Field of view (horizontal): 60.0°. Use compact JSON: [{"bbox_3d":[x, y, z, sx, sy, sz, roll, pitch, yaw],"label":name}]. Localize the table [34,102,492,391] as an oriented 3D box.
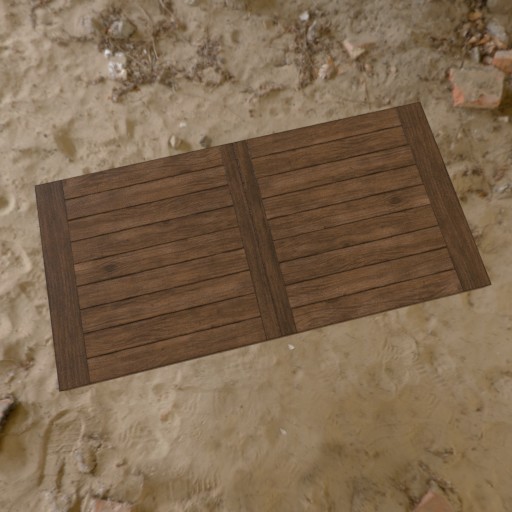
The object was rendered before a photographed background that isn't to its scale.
[{"bbox_3d":[0.000,0.000,2.339,1.867,0.757,0.931,-13,75,-4],"label":"table"}]
